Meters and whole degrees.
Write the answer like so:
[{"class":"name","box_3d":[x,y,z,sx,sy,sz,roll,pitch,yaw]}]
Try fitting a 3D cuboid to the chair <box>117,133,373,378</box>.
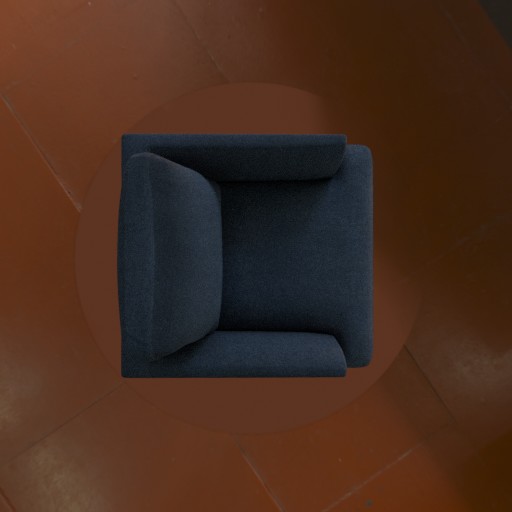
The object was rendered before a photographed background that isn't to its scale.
[{"class":"chair","box_3d":[0.000,0.000,1.681,0.899,0.957,0.858,0,90,-1]}]
